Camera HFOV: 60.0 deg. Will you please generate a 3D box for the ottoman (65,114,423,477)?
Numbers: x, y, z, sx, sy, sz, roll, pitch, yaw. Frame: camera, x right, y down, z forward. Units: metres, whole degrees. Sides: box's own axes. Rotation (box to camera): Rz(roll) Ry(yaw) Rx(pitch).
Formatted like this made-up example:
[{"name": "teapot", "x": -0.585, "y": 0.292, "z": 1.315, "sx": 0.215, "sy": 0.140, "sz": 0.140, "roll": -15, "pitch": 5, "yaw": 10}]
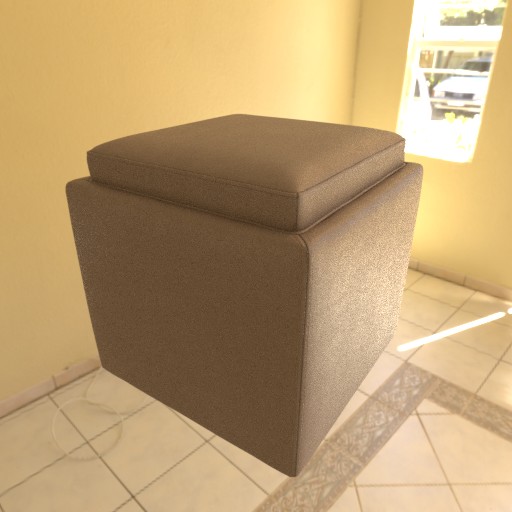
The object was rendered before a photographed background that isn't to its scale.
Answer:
[{"name": "ottoman", "x": 0.000, "y": 0.000, "z": 0.813, "sx": 0.450, "sy": 0.460, "sz": 0.451, "roll": 17, "pitch": 31, "yaw": 31}]
